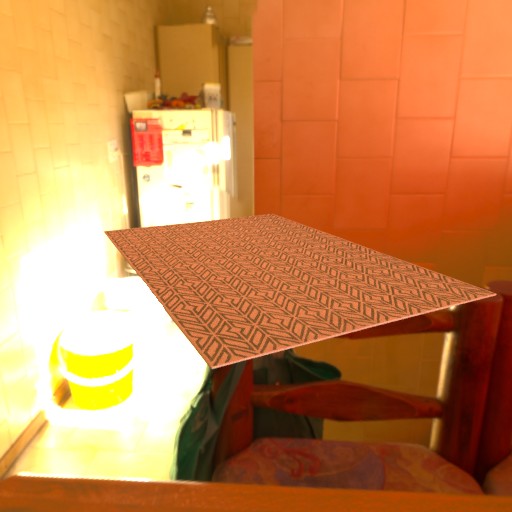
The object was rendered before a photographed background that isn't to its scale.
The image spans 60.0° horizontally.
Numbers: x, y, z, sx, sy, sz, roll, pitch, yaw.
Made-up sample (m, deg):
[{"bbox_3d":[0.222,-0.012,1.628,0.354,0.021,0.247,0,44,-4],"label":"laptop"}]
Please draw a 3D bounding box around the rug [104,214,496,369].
[{"bbox_3d":[0.000,0.000,2.279,1.220,0.007,1.828,-8,19,-26],"label":"rug"}]
